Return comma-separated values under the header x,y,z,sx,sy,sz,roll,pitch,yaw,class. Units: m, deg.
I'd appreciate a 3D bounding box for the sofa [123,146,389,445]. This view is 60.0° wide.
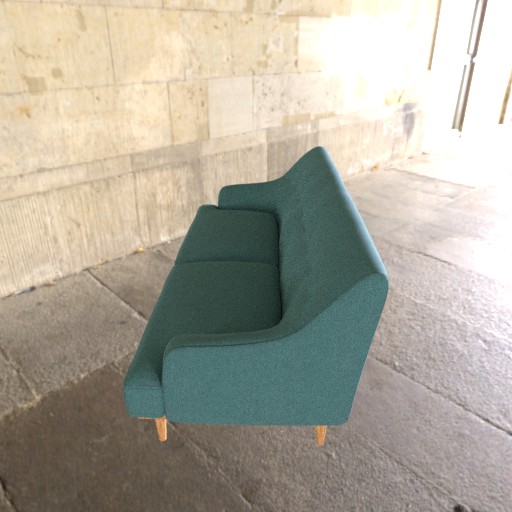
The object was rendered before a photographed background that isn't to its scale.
x,y,z,sx,sy,sz,roll,pitch,yaw,class
0.000,0.000,2.549,0.978,0.871,2.057,1,26,2,sofa
